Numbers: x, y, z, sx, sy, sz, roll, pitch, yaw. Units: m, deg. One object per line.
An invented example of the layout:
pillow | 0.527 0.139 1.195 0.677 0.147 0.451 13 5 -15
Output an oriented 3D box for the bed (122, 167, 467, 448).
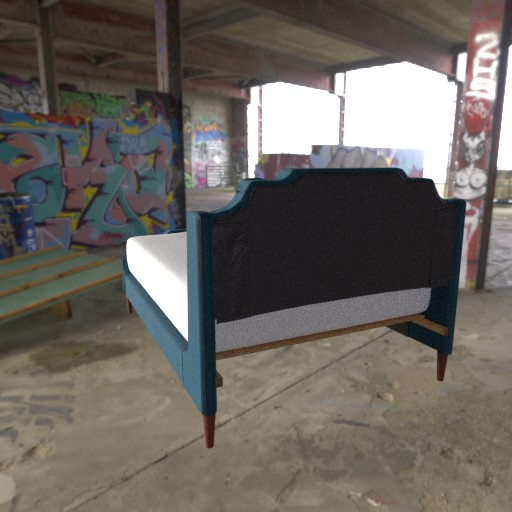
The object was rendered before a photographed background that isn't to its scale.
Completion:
bed | 0.000 0.000 3.377 1.676 1.351 2.322 -6 13 -25
